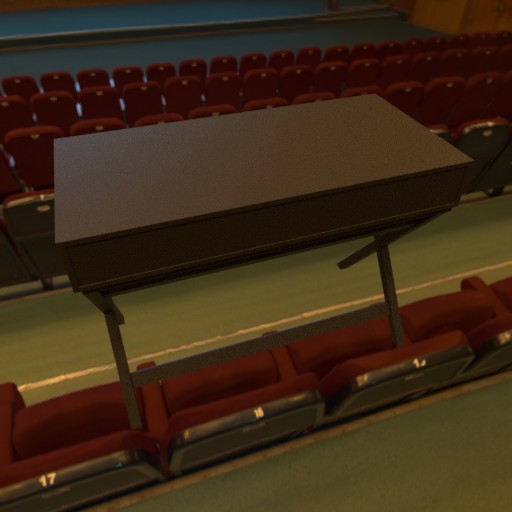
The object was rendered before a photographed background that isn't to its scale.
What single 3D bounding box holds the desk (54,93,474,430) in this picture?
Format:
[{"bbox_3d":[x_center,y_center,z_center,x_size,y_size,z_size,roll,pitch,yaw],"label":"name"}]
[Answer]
[{"bbox_3d":[0.000,0.000,1.483,1.057,0.780,0.504,-13,42,-15],"label":"desk"}]
